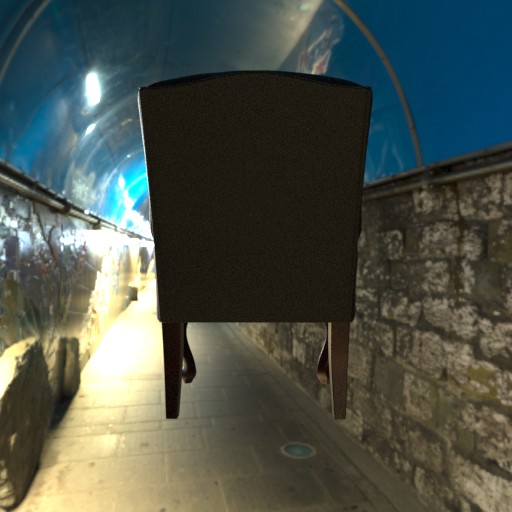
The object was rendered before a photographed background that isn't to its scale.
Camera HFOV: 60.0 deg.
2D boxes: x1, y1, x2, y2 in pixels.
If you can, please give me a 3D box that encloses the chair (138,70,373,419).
[{"bbox_3d":[0.000,0.000,1.631,0.838,1.111,0.762,0,0,0],"label":"chair"}]
